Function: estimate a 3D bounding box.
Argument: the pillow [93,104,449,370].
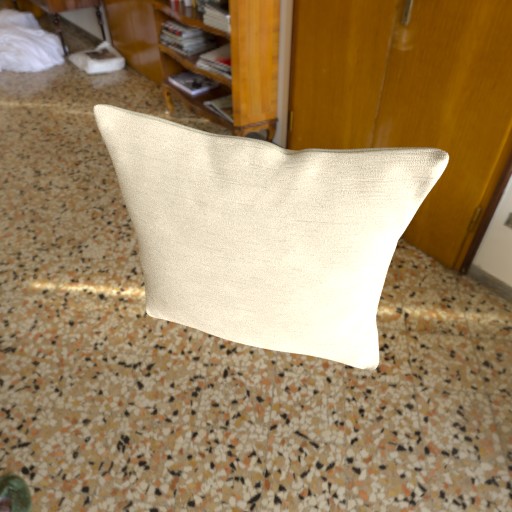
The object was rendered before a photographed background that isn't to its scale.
[{"bbox_3d":[0.000,0.000,0.662,0.437,0.420,0.162,11,44,12],"label":"pillow"}]
